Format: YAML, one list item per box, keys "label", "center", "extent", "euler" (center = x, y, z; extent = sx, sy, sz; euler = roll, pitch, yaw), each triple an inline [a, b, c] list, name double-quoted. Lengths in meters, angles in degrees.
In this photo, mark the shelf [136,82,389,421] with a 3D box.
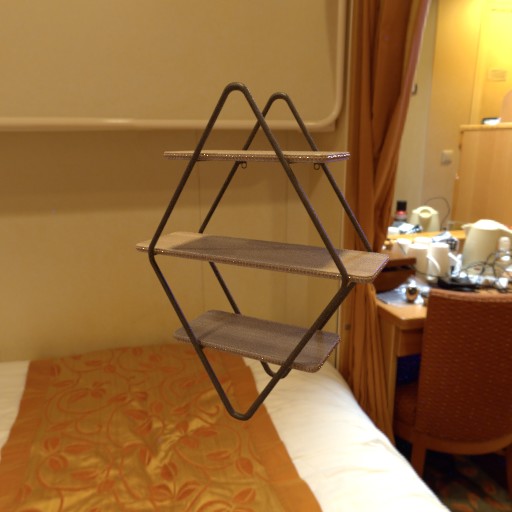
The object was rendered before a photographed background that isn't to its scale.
- label: "shelf"
  center: [0.000, 0.000, 1.085]
  extent: [0.609, 0.774, 0.234]
  euler: [7, 16, 26]
